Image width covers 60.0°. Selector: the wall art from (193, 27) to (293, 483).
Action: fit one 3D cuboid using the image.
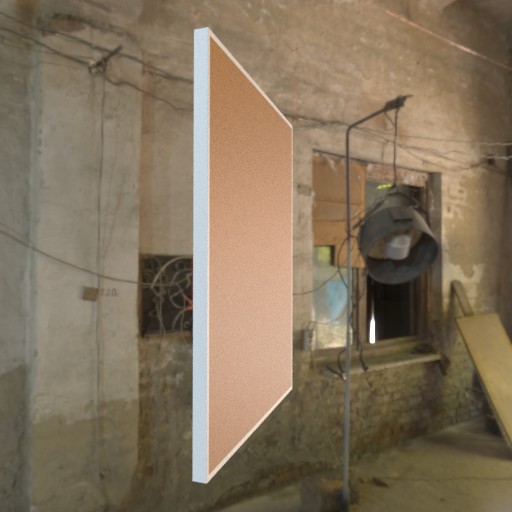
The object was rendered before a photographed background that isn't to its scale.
[{"bbox_3d":[0.000,0.000,1.400,0.039,1.050,0.795,0,-1,19],"label":"wall art"}]
